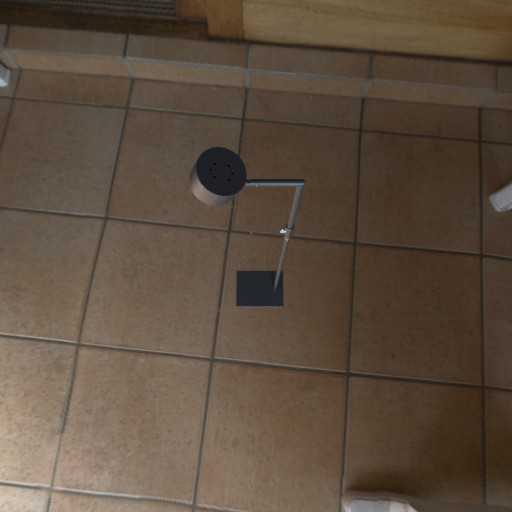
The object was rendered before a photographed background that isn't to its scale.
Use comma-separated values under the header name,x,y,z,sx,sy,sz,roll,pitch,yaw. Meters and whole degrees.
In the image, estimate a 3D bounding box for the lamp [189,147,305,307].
name,x,y,z,sx,sy,sz,roll,pitch,yaw
lamp,0.000,0.000,1.728,0.304,1.600,0.203,0,76,0
